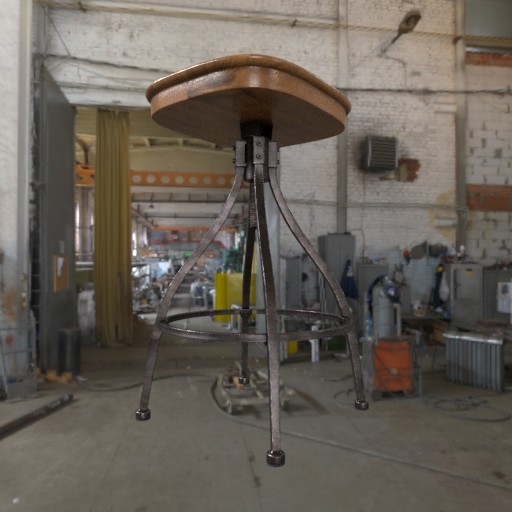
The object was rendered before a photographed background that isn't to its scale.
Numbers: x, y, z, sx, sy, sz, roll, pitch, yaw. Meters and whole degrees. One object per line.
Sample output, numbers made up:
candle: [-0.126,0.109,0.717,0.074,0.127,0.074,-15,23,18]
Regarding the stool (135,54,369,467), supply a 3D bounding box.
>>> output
stool: [0.000,0.000,0.982,0.424,0.694,0.432,0,-1,37]
